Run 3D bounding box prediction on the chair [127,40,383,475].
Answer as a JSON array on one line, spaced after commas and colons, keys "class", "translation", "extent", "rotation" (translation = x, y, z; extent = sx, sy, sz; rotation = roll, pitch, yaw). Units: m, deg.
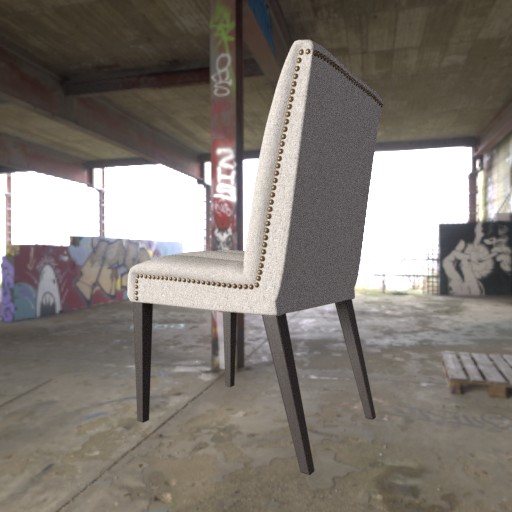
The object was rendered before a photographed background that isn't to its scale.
[{"class": "chair", "translation": [0.000, 0.000, 1.376], "extent": [0.647, 1.016, 0.511], "rotation": [0, 1, 35]}]
